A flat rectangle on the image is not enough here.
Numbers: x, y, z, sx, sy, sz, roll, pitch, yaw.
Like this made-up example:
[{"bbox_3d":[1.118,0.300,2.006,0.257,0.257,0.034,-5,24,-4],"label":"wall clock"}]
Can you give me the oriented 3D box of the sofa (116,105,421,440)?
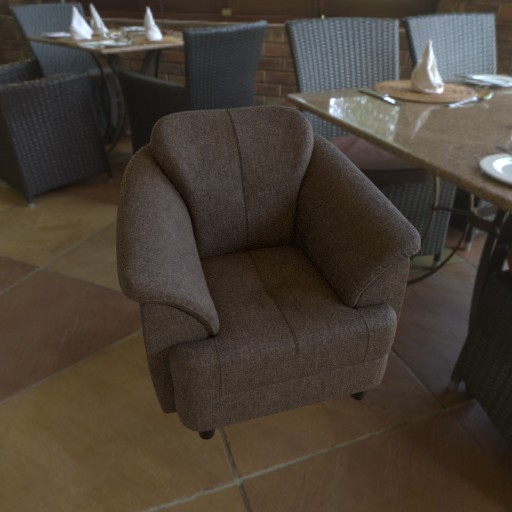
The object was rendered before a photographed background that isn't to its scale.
[{"bbox_3d":[0.000,0.000,1.489,0.870,0.811,0.794,-9,33,-14],"label":"sofa"}]
